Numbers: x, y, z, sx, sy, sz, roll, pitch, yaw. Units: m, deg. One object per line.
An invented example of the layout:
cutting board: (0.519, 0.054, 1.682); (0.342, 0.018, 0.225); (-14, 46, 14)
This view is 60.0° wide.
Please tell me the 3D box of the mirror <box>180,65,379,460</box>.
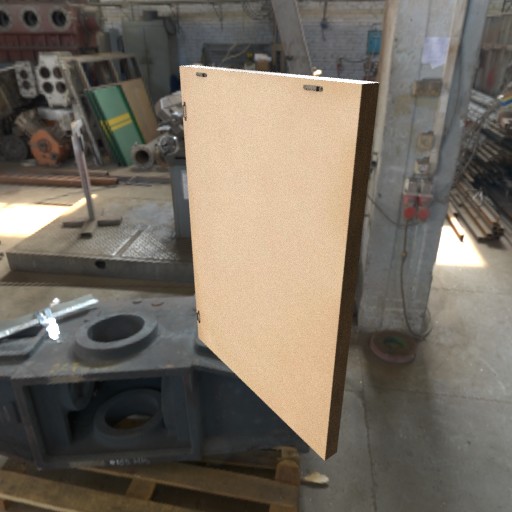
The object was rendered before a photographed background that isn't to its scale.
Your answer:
mirror: (0.000, 0.000, 0.926); (0.040, 0.710, 0.507); (-18, 32, -32)
